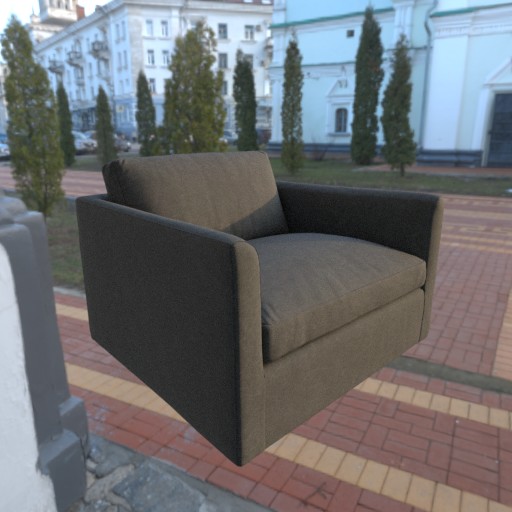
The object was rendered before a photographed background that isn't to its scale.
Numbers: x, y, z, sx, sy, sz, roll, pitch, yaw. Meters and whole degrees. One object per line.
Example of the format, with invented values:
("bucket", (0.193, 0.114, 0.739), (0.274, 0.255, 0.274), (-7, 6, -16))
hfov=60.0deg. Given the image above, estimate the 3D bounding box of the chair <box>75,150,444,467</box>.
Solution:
("chair", (0.000, 0.000, 1.858), (1.190, 0.845, 1.091), (-15, 21, -43))
